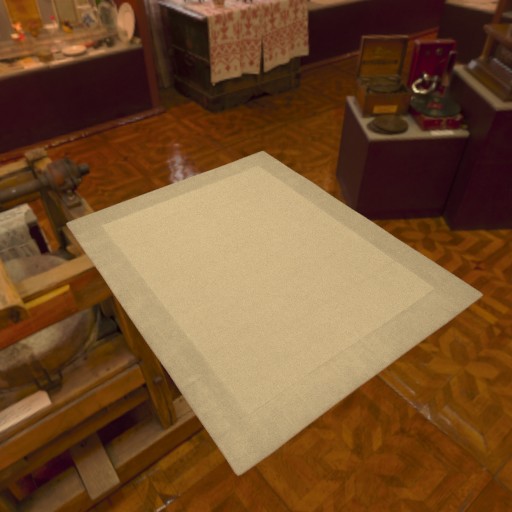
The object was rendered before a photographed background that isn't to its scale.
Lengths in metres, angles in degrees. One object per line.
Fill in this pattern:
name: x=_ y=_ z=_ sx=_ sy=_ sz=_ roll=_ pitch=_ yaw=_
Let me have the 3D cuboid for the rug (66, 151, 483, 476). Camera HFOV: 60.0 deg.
rug: x=0.000 y=0.000 z=3.968 sx=2.430 sy=0.018 sz=2.976 roll=-26 pitch=48 yaw=-26
